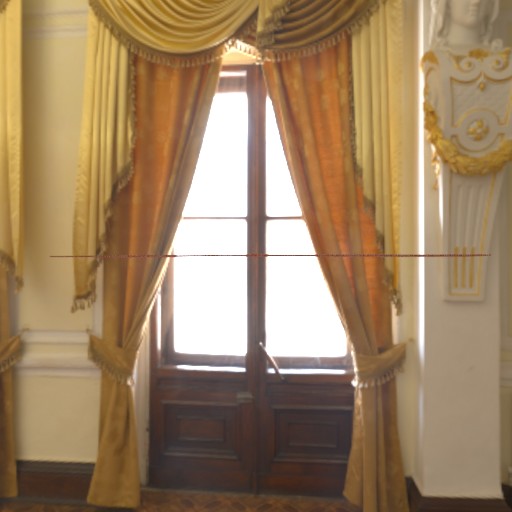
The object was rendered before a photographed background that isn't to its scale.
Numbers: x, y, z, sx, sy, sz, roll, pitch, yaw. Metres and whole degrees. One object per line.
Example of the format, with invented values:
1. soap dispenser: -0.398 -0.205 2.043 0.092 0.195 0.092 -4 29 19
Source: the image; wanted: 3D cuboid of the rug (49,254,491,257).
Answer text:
1. rug: 0.000 0.000 2.595 2.353 0.013 0.718 0 -1 18
